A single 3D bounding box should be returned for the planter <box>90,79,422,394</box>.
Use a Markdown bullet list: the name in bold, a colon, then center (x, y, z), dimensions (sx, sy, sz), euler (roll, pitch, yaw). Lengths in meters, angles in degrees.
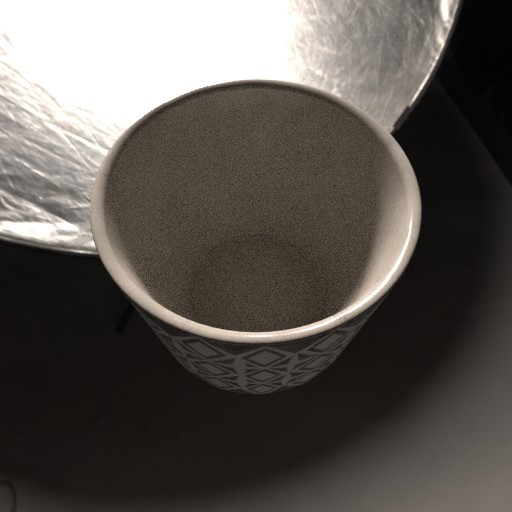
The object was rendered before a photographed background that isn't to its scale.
- **planter**: center (0.000, 0.000, 0.447), dimensions (0.260, 0.220, 0.260), euler (0, 60, 0)
